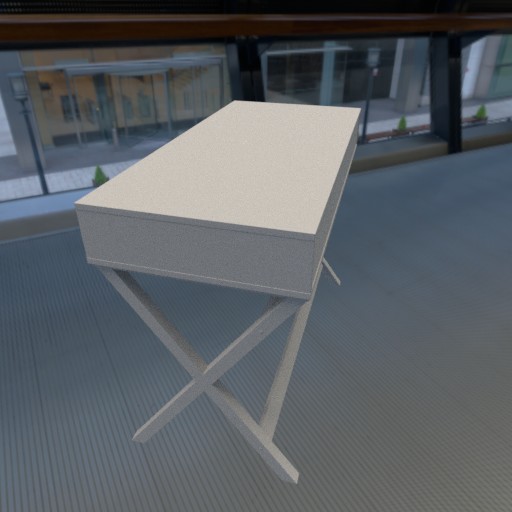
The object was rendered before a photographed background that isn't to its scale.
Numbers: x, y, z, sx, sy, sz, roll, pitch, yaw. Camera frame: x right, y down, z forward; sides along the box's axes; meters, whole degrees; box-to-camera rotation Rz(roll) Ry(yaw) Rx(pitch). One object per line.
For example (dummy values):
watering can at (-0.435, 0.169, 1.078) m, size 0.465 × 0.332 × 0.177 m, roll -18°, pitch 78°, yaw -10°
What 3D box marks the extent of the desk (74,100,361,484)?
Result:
desk at (0.000, 0.000, 1.498) m, size 0.525 × 0.780 × 1.057 m, roll 8°, pitch 32°, yaw 14°
